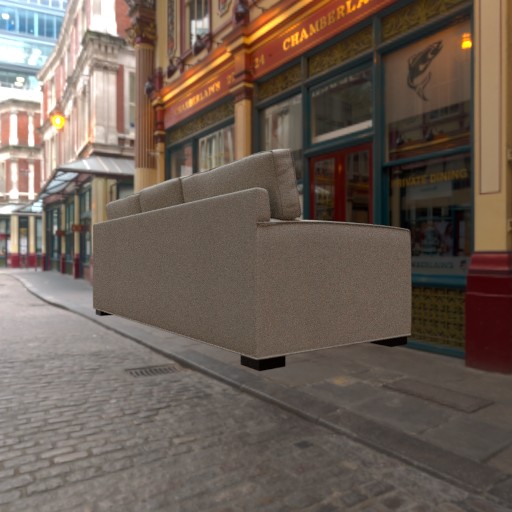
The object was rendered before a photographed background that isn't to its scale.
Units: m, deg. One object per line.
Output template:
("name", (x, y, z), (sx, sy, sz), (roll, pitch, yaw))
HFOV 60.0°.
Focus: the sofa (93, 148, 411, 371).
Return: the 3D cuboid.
("sofa", (0.000, 0.000, 2.881), (1.496, 0.861, 2.087), (0, 0, -36))
